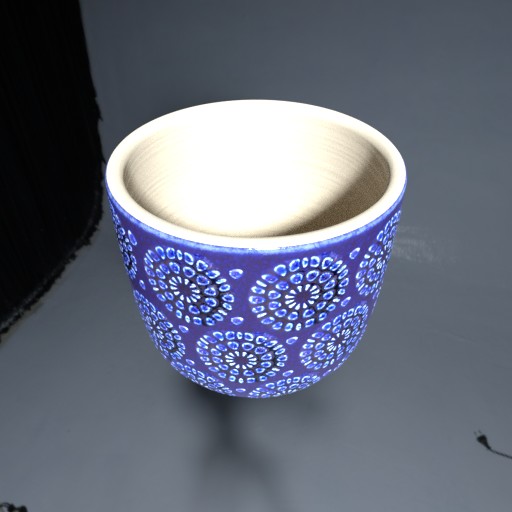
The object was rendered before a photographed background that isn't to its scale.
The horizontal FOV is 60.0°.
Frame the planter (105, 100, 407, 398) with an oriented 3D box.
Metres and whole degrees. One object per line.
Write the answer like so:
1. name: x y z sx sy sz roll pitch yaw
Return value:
1. planter: 0.000 0.000 0.294 0.165 0.149 0.165 0 40 0
